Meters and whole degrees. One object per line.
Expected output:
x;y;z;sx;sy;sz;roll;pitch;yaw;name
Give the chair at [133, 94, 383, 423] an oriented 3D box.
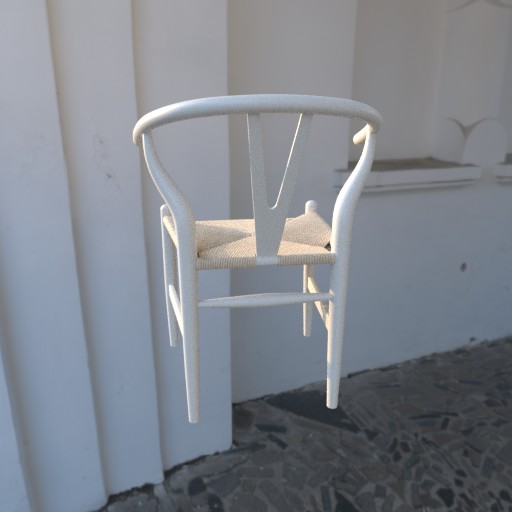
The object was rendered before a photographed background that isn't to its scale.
0.000;0.000;1.123;0.569;0.730;0.579;-3;16;-9;chair
